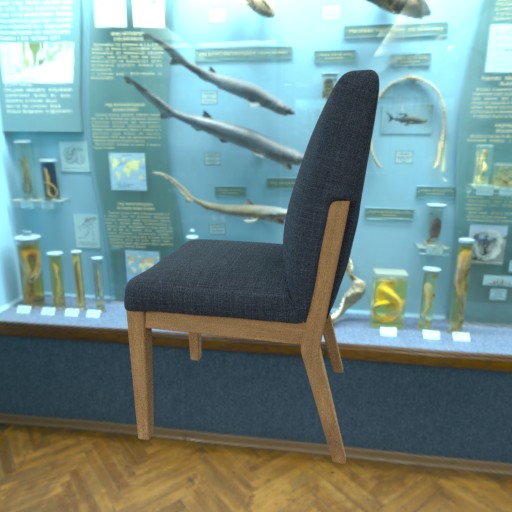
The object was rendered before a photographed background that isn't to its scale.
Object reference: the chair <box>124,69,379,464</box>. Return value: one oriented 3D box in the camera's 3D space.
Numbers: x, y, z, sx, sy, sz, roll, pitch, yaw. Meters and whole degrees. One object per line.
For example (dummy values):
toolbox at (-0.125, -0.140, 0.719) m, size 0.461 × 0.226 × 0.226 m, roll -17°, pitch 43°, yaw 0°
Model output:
chair at (0.000, 0.000, 1.245) m, size 0.586 × 0.911 × 0.507 m, roll 3°, pitch 15°, yaw 10°
